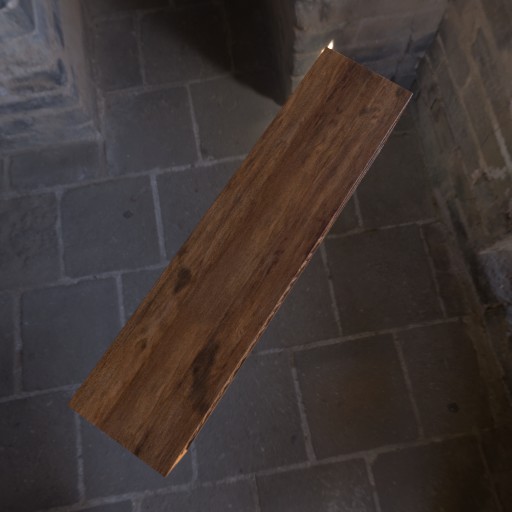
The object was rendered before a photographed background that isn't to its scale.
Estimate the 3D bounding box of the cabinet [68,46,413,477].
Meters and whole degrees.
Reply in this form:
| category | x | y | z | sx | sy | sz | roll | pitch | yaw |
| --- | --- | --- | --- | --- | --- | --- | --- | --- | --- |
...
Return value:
| category | x | y | z | sx | sy | sz | roll | pitch | yaw |
| --- | --- | --- | --- | --- | --- | --- | --- | --- | --- |
| cabinet | 0.000 | 0.000 | 1.657 | 0.349 | 0.528 | 1.448 | 32 | 78 | 8 |
